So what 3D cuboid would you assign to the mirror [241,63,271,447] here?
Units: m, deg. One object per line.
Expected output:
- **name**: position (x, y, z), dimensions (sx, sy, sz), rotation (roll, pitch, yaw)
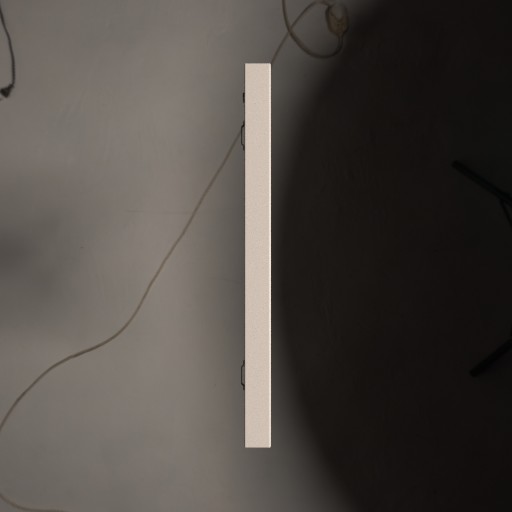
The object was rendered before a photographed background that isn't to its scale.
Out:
- **mirror**: position (0.000, 0.000, 0.940), dimensions (0.039, 0.710, 0.507), rotation (0, 90, 0)
